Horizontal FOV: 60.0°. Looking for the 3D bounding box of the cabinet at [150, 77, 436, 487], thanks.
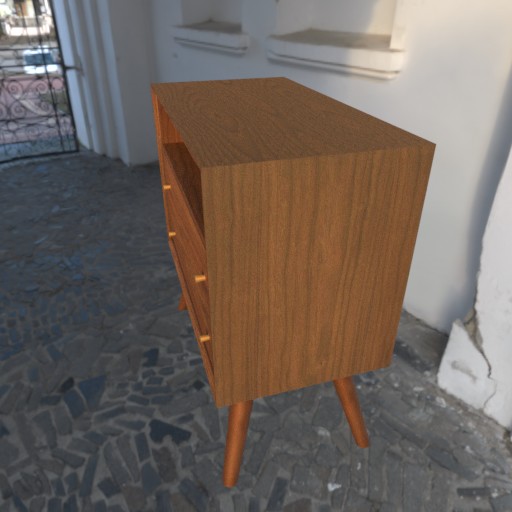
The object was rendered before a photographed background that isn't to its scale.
[{"bbox_3d":[0.000,0.000,1.143,0.388,0.748,0.712,-9,32,-15],"label":"cabinet"}]
